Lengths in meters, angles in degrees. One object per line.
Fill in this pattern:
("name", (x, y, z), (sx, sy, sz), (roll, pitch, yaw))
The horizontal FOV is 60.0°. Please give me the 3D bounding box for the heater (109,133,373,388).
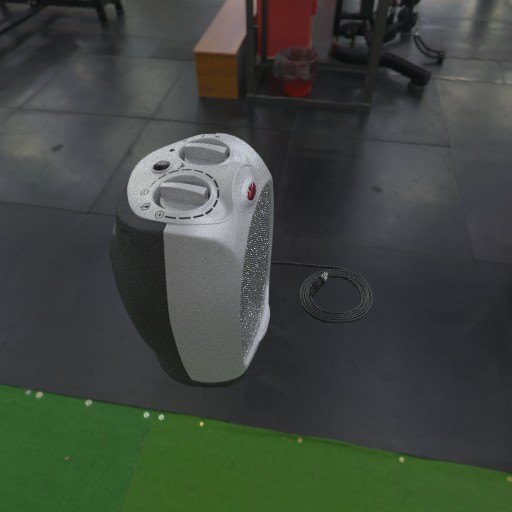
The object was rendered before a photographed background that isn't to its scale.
("heater", (0.000, 0.000, 0.483), (0.291, 0.255, 0.239), (9, 47, 9))
